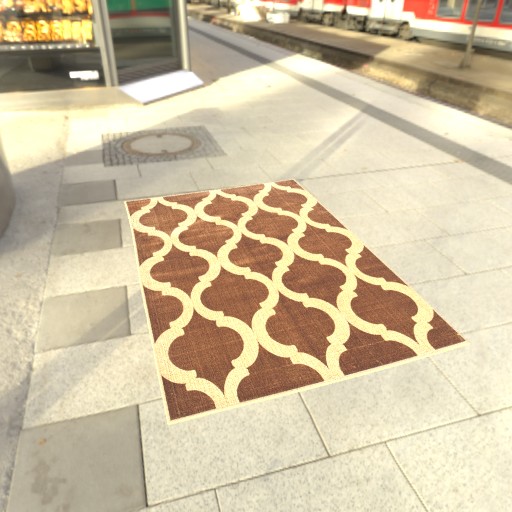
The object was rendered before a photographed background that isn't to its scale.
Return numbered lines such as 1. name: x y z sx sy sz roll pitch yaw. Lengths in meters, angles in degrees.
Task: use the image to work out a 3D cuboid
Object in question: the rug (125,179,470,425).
1. rug: 0.000 0.000 2.938 1.526 0.014 2.290 -10 33 -16
